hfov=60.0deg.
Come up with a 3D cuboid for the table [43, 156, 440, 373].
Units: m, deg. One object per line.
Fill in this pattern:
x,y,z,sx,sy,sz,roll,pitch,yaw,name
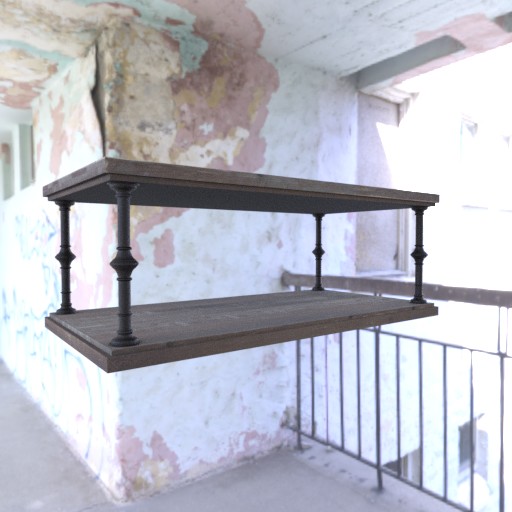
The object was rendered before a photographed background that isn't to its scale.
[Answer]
0.000,0.000,1.357,1.088,0.399,0.554,-1,2,-36,table
